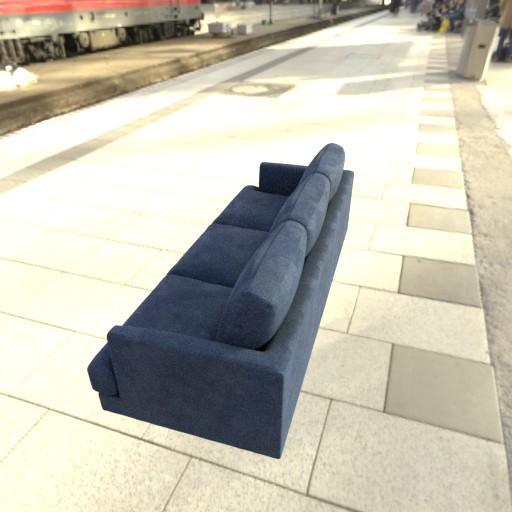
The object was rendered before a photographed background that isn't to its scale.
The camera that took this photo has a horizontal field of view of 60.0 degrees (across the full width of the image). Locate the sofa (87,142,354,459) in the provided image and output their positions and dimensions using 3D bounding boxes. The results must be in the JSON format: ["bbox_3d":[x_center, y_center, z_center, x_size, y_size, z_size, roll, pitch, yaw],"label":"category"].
[{"bbox_3d":[0.000,0.000,2.730,0.903,0.930,2.246,9,32,15],"label":"sofa"}]
